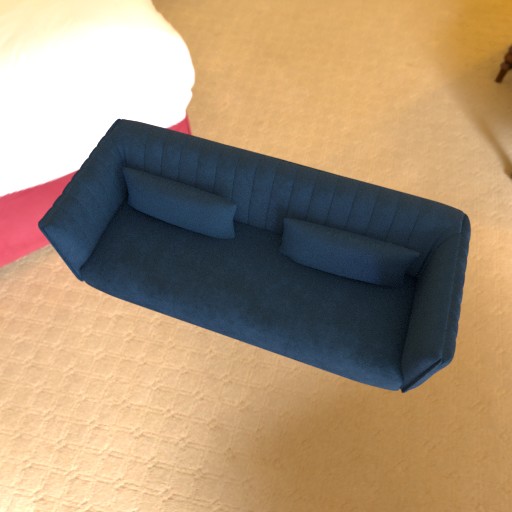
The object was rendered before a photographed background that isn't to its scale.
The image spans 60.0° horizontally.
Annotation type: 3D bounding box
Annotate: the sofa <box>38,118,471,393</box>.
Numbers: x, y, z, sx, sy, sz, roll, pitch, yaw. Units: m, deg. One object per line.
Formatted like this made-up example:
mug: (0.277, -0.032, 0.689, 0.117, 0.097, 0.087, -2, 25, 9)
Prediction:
sofa: (0.000, 0.000, 2.563, 2.136, 0.793, 0.896, 17, 61, 10)
